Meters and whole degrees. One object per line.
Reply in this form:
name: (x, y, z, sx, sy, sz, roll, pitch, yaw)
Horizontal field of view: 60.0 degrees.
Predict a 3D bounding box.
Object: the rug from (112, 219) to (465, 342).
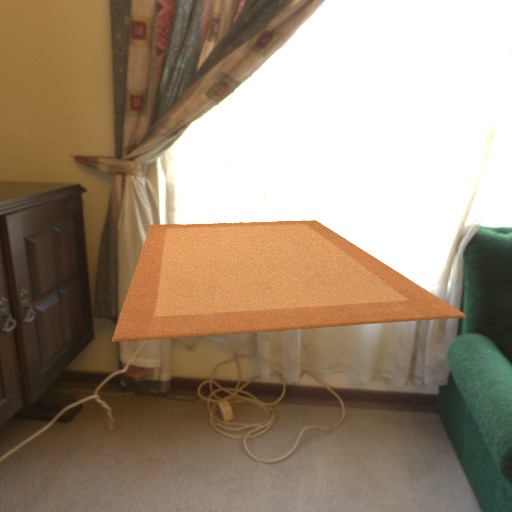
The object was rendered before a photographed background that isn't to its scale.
rug: (0.000, 0.000, 2.358, 1.219, 0.014, 1.829, -3, 16, -9)
